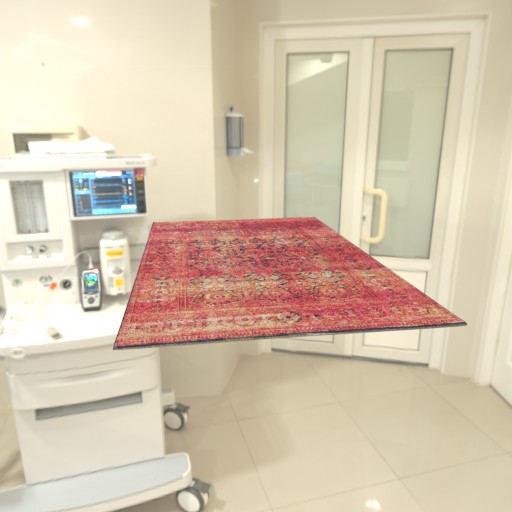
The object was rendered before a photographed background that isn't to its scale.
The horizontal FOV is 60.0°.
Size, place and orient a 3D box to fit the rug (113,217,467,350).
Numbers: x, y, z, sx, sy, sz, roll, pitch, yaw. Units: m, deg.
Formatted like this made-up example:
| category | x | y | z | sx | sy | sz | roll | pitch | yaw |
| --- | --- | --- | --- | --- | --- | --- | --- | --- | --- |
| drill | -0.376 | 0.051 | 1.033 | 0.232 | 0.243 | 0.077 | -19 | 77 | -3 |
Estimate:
| category | x | y | z | sx | sy | sz | roll | pitch | yaw |
| --- | --- | --- | --- | --- | --- | --- | --- | --- | --- |
| rug | 0.000 | 0.000 | 3.032 | 1.539 | 0.018 | 2.449 | -3 | 17 | -9 |
